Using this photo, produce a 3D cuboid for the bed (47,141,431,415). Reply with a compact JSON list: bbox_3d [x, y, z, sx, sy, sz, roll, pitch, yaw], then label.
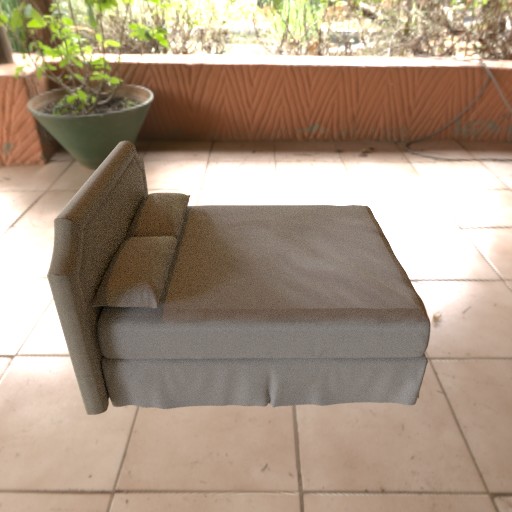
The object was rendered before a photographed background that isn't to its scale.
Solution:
[{"bbox_3d":[0.000,0.000,3.239,2.164,1.297,1.828,0,31,0],"label":"bed"}]
